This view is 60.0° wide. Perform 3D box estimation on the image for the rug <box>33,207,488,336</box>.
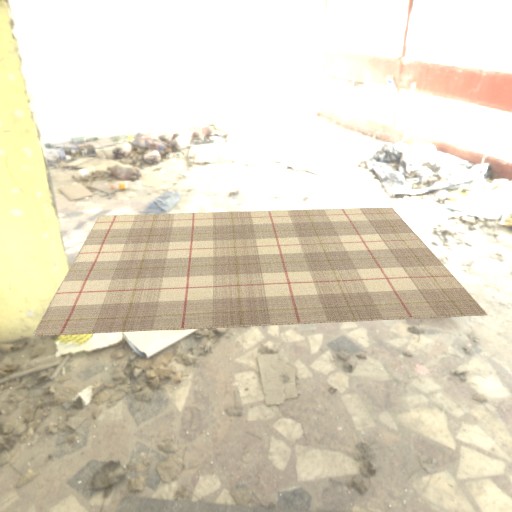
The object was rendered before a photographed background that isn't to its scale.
[{"bbox_3d":[0.000,0.000,3.050,2.464,0.010,1.549,-2,29,-4],"label":"rug"}]
